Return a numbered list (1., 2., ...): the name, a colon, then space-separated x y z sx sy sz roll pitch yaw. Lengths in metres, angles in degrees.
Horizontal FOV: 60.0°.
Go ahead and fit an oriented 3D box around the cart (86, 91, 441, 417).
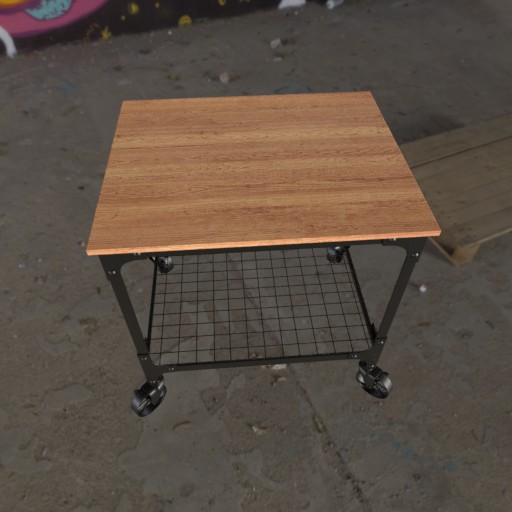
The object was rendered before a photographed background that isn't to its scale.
1. cart: 0.000 0.000 1.114 0.666 0.603 0.558 -3 48 -3
